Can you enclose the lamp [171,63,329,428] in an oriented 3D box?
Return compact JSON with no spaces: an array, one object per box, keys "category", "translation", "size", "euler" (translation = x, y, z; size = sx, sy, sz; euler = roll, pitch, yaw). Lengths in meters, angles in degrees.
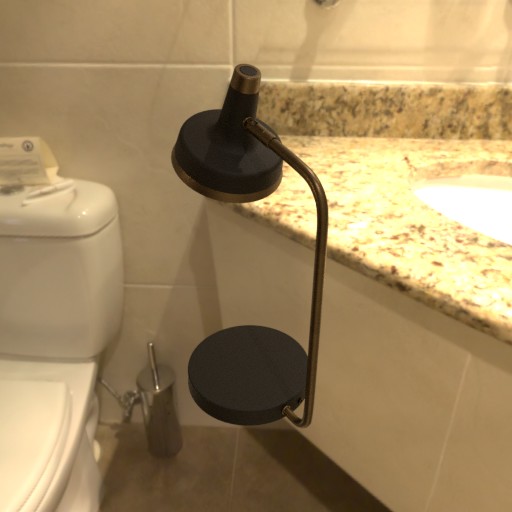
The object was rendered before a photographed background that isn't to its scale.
[{"category":"lamp","translation":[0.000,0.000,0.485],"size":[0.162,0.385,0.218],"euler":[-18,34,-29]}]
